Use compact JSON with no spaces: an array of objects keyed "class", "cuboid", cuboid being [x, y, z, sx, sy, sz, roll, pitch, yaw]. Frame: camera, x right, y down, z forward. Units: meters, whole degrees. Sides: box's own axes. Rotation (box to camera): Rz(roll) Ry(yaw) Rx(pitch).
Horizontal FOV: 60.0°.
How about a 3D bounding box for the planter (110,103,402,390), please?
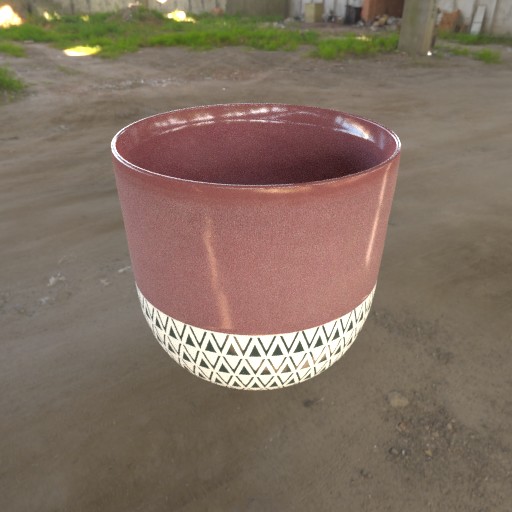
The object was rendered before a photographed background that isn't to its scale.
[{"class":"planter","cuboid":[0.000,0.000,0.488,0.266,0.270,0.266,0,31,0]}]
